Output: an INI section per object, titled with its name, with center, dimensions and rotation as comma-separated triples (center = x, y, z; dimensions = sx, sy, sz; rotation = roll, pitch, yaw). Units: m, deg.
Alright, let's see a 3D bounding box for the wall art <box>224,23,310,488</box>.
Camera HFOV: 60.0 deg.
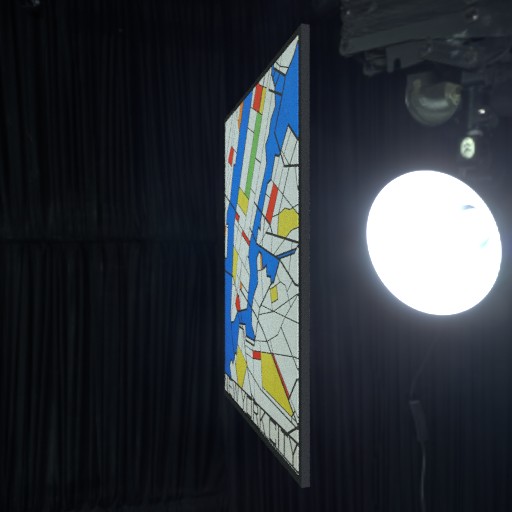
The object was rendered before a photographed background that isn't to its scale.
[wall art]
center = 0.000, 0.000, 0.846
dimensions = 0.013, 0.657, 0.457
rotation = 0, 0, -18
